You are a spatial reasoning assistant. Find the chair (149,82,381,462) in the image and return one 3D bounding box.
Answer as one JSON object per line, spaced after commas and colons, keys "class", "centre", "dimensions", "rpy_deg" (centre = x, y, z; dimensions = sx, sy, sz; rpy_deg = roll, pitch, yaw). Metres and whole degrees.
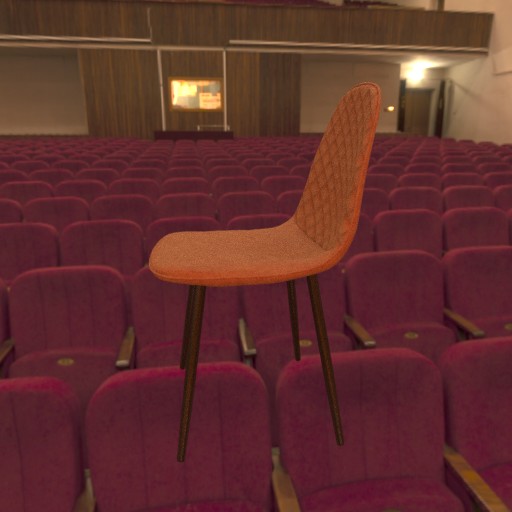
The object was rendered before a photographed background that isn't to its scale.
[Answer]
{"class": "chair", "centre": [0.000, 0.000, 1.206], "dimensions": [0.561, 0.889, 0.472], "rpy_deg": [-2, 15, -8]}
